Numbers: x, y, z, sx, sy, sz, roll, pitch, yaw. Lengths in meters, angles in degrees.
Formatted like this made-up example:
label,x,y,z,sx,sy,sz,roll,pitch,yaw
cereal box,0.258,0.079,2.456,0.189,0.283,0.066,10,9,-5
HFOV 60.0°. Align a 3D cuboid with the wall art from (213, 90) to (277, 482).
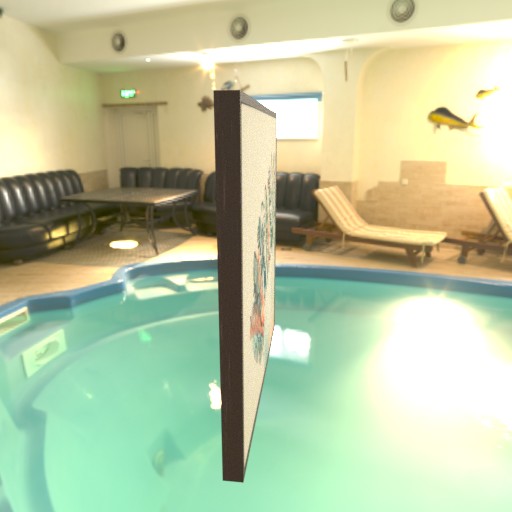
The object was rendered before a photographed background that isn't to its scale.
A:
label,x,y,z,sx,sy,sz,roll,pitch,yaw
wall art,0.000,0.000,1.179,0.043,0.758,0.762,2,15,7
